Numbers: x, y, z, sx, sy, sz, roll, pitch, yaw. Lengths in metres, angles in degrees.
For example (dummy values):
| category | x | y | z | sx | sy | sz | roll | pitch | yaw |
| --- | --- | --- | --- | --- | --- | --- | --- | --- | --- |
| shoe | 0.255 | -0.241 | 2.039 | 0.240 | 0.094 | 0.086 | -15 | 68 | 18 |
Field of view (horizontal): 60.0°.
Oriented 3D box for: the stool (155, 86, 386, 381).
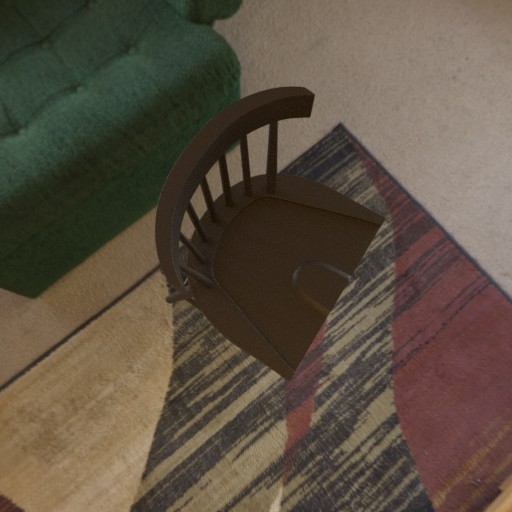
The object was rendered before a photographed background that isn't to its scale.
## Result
| category | x | y | z | sx | sy | sz | roll | pitch | yaw |
| --- | --- | --- | --- | --- | --- | --- | --- | --- | --- |
| stool | 0.000 | 0.000 | 1.265 | 0.549 | 0.953 | 0.494 | 31 | 77 | 8 |
